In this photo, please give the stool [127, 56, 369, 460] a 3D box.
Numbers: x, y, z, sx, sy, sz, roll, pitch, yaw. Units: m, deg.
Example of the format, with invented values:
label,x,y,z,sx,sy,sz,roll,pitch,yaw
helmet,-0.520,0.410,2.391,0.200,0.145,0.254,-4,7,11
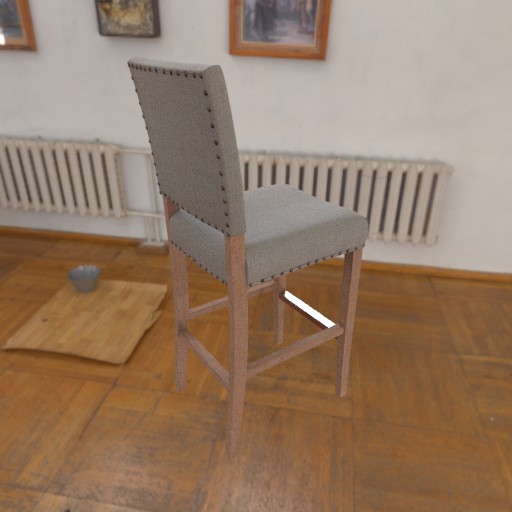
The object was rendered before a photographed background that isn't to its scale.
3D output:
label,x,y,z,sx,sy,sz,roll,pitch,yaw
stool,0.000,0.000,1.468,0.585,1.203,0.445,-18,32,-31
